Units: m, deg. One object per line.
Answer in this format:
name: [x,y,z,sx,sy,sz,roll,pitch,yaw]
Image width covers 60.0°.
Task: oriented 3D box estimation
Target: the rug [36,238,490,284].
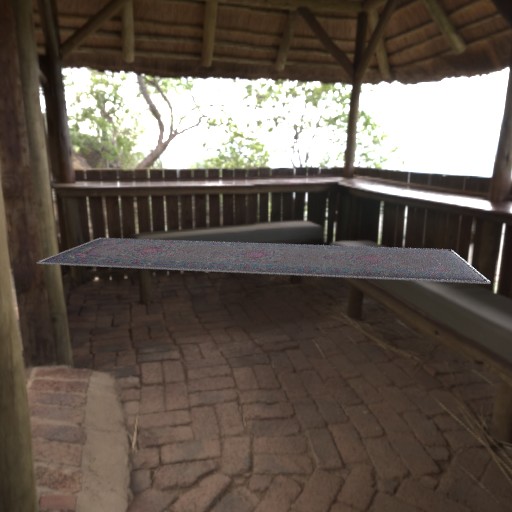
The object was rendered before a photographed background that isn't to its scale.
rug: [0.000,0.000,2.022,1.827,0.012,0.553,2,14,9]
